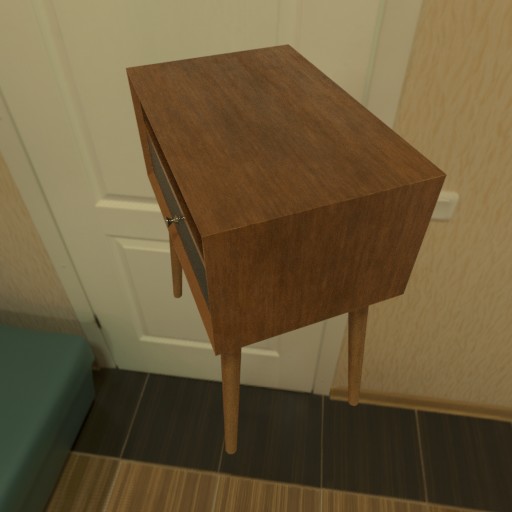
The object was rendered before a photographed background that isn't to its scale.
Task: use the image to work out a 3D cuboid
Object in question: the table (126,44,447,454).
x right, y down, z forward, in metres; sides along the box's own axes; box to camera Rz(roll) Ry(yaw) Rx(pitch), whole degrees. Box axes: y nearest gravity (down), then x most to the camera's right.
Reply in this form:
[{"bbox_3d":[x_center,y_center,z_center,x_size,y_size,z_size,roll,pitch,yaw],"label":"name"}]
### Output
[{"bbox_3d":[0.000,0.000,0.839,0.307,0.580,0.454,-15,47,-15],"label":"table"}]
